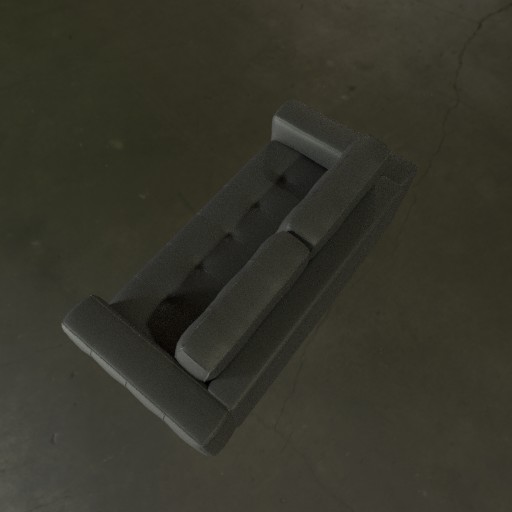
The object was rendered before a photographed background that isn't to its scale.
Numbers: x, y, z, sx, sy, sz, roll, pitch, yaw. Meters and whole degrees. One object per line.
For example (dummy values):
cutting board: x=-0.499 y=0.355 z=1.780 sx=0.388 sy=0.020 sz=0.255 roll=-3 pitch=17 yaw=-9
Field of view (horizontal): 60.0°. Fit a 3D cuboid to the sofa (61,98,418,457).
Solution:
sofa: x=0.000 y=0.000 z=2.233 sx=0.833 sy=0.893 sz=1.726 roll=34 pitch=67 yaw=17
